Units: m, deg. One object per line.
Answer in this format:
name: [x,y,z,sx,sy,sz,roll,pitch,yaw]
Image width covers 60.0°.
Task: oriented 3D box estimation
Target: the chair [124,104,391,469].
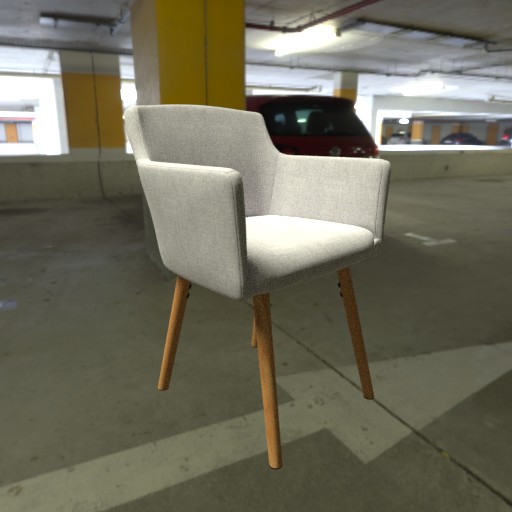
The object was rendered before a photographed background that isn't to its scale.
chair: [0.000,0.000,1.174,0.570,0.780,0.540,-14,21,-43]
